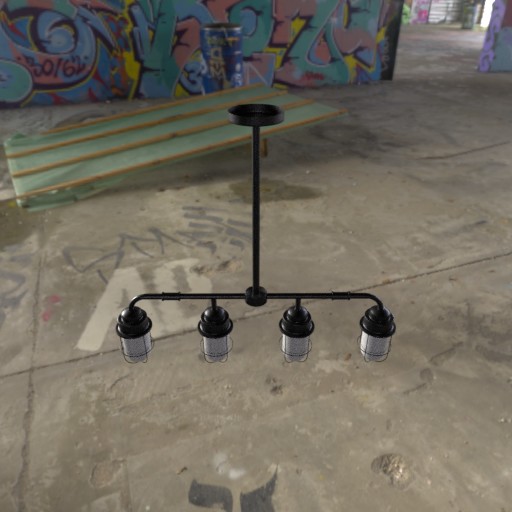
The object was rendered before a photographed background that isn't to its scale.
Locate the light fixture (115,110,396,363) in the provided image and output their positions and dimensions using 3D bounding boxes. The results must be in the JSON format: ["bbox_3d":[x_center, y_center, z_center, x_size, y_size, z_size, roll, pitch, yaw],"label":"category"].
[{"bbox_3d":[0.000,0.000,1.223,0.852,0.785,0.131,0,31,0],"label":"light fixture"}]
